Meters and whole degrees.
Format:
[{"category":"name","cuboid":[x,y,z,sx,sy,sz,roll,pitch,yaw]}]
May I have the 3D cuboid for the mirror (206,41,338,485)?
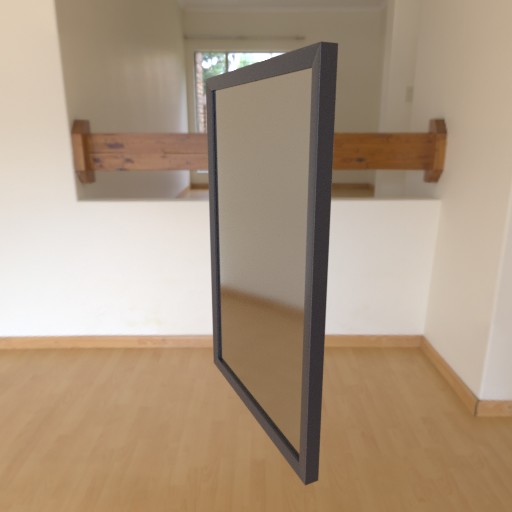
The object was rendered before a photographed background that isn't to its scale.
[{"category":"mirror","cuboid":[0.000,0.000,1.149,0.040,0.915,0.609,-7,17,-24]}]
